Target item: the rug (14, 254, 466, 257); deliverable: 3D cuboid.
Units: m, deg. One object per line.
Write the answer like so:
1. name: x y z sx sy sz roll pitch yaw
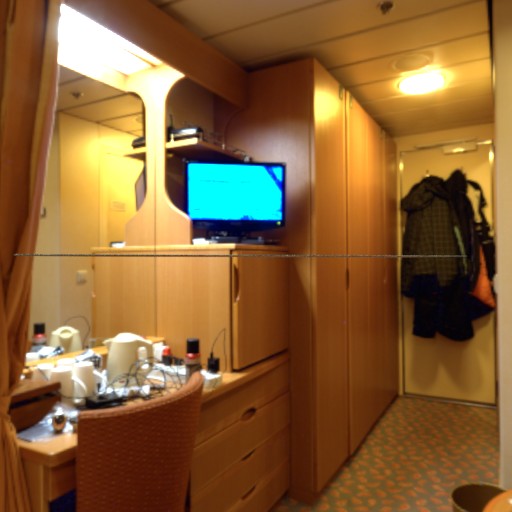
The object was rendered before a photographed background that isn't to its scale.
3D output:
1. rug: 0.000 0.000 2.624 2.443 0.008 0.688 0 -1 -17
